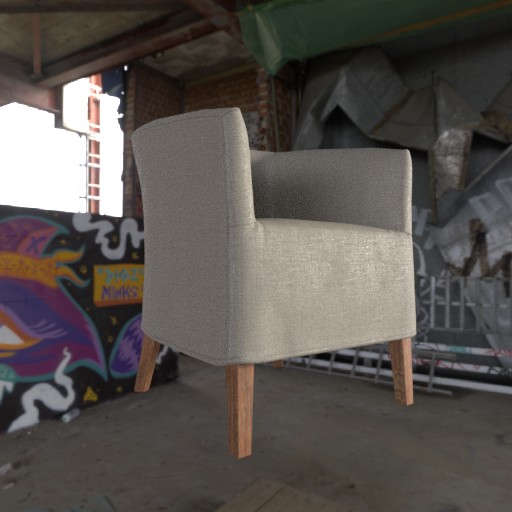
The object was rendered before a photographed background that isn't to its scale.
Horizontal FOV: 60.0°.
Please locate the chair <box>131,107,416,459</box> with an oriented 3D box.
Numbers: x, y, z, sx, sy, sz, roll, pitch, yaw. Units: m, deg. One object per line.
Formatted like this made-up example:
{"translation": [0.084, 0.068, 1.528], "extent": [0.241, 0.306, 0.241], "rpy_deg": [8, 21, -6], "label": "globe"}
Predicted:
{"translation": [0.000, 0.000, 1.251], "extent": [0.600, 0.771, 0.668], "rpy_deg": [1, -1, -36], "label": "chair"}
